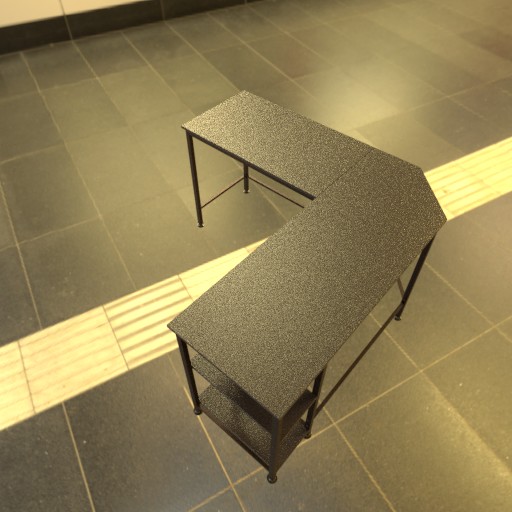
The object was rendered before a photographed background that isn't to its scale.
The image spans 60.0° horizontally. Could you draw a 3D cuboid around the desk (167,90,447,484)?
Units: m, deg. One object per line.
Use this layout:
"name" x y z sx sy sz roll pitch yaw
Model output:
"desk" 0.000 0.000 2.228 1.379 0.739 1.379 33 56 26
